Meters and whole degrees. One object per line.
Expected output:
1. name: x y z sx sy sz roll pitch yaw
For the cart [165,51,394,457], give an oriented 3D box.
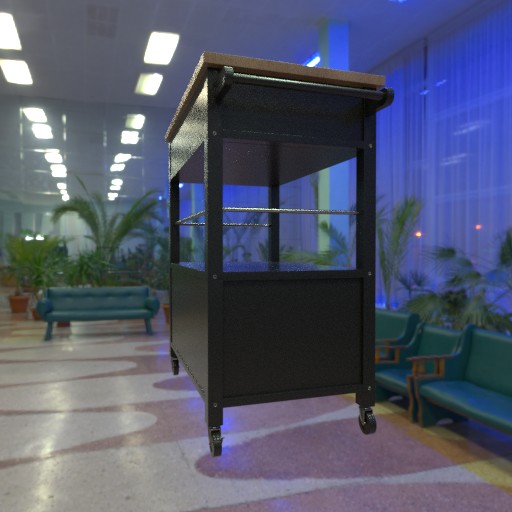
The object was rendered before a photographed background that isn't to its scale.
1. cart: 0.000 0.000 1.364 0.459 0.901 0.840 0 1 -18
